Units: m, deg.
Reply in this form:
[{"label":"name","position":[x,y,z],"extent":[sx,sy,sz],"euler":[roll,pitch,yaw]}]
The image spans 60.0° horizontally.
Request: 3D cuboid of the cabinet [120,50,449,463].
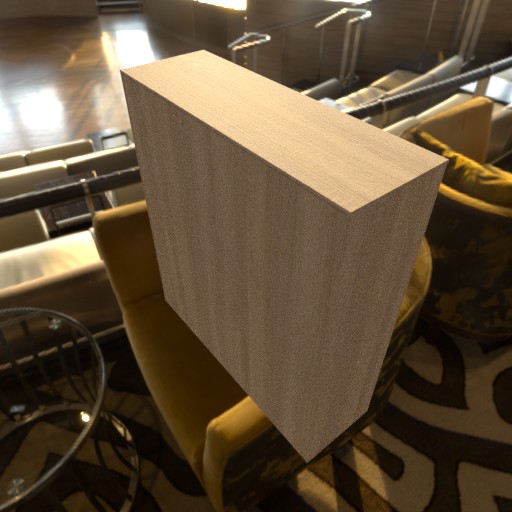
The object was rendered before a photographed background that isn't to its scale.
[{"label":"cabinet","position":[0.000,0.000,2.964],"extent":[0.620,2.060,1.870],"euler":[-28,49,-28]}]
